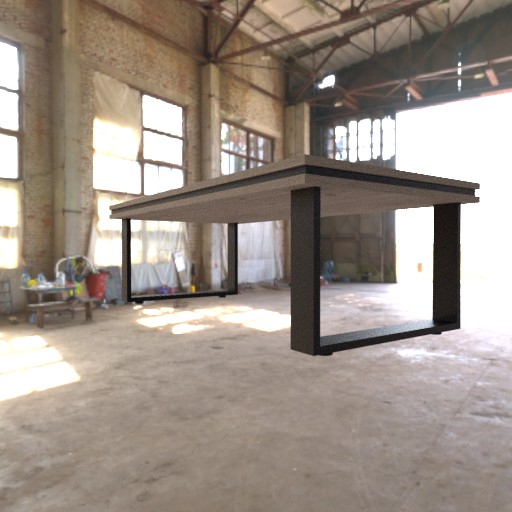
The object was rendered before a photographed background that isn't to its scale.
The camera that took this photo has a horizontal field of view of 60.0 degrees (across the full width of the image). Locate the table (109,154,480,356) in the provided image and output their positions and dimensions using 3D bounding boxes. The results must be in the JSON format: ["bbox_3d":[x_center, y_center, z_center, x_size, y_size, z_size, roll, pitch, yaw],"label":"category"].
[{"bbox_3d":[0.000,0.000,1.686,0.700,0.450,1.350,-1,1,-35],"label":"table"}]
